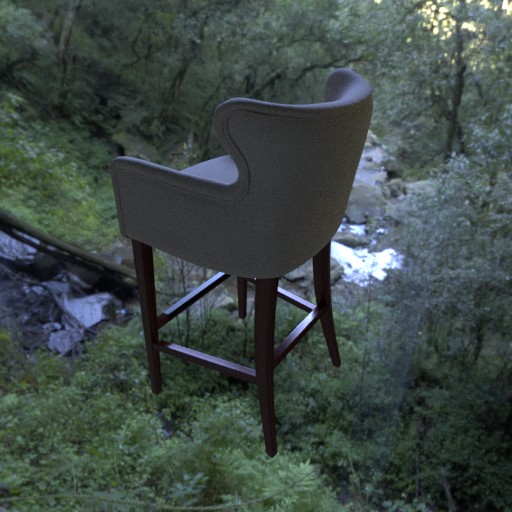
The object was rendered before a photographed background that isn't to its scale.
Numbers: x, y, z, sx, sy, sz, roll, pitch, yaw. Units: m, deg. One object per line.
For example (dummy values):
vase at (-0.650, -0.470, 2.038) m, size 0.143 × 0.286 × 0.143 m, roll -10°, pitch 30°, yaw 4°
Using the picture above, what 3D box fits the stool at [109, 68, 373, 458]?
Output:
stool at (0.000, 0.000, 1.356) m, size 0.563 × 1.034 × 0.556 m, roll 19°, pitch 35°, yaw 29°
